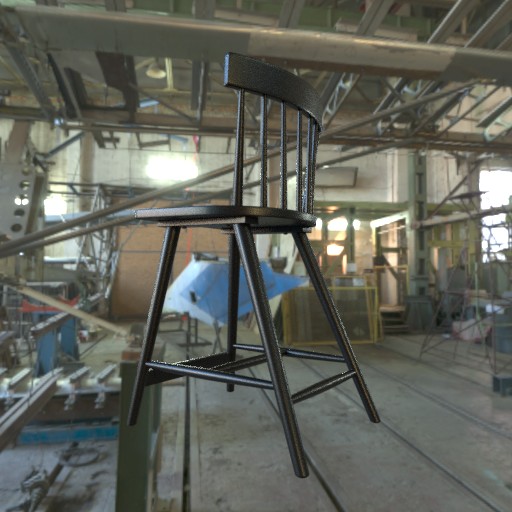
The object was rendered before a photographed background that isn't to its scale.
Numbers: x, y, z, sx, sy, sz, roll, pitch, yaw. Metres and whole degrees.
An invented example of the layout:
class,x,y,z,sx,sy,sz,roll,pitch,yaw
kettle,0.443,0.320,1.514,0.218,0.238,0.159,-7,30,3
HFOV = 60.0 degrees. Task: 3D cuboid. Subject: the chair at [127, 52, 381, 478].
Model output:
class,x,y,z,sx,sy,sz,roll,pitch,yaw
chair,0.000,0.000,1.276,0.572,0.952,0.483,-2,-3,36
